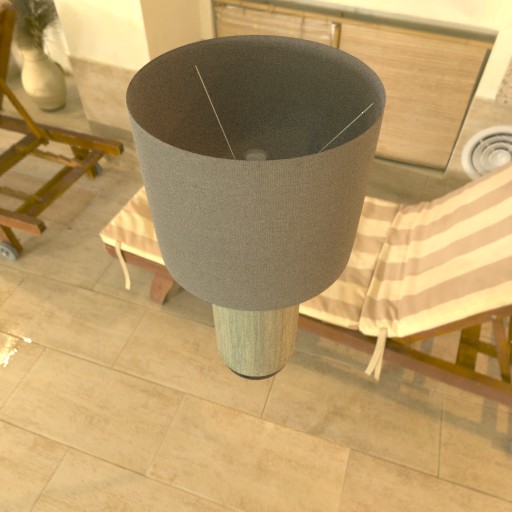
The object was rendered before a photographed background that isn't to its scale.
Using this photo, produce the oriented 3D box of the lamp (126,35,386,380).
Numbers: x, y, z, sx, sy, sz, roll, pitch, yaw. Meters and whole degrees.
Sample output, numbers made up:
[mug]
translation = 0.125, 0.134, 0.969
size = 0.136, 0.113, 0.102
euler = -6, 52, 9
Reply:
[lamp]
translation = 0.000, 0.000, 0.555
size = 0.228, 0.444, 0.228
euler = 19, 50, 16
